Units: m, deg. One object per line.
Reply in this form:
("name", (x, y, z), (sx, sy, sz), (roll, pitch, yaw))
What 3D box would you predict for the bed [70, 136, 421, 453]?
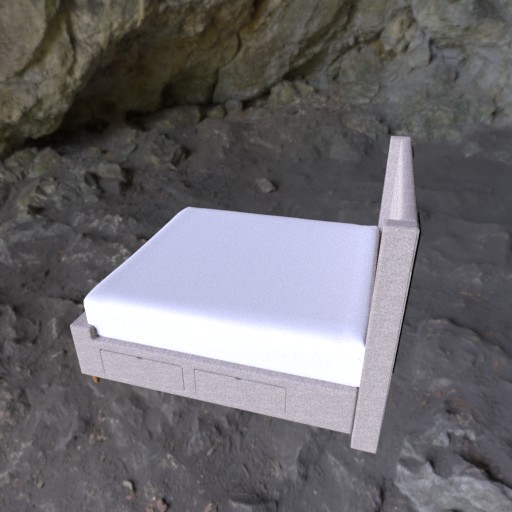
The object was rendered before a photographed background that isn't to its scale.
("bed", (0.000, 0.000, 3.822), (2.372, 1.748, 2.044), (8, 29, 14))
